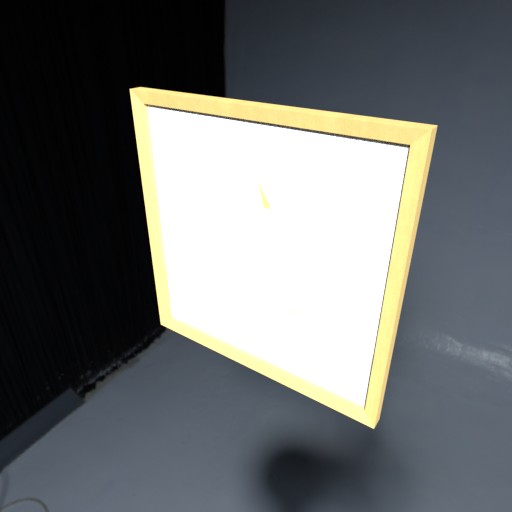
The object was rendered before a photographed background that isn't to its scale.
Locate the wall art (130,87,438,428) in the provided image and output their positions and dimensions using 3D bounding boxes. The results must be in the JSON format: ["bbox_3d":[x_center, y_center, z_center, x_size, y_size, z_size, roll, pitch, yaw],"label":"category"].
[{"bbox_3d":[0.000,0.000,2.933,1.935,1.936,0.097,19,34,29],"label":"wall art"}]
